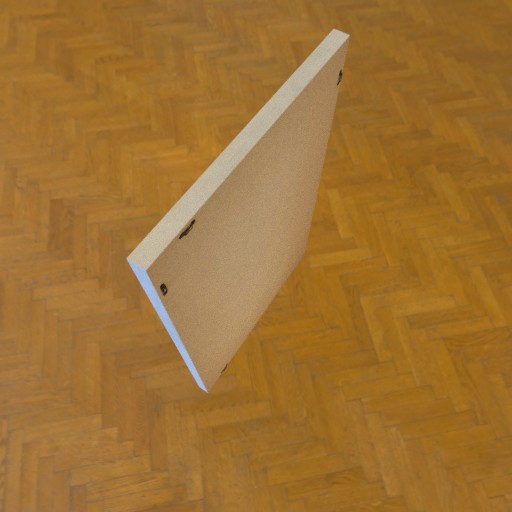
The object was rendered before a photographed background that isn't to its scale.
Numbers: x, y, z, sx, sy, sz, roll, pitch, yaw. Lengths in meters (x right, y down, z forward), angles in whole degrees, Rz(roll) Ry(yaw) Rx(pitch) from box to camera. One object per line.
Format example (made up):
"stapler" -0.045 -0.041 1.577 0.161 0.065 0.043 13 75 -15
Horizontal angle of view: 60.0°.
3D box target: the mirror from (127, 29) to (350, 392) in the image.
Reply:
"mirror" 0.000 0.000 1.152 0.041 0.915 0.609 31 67 15
